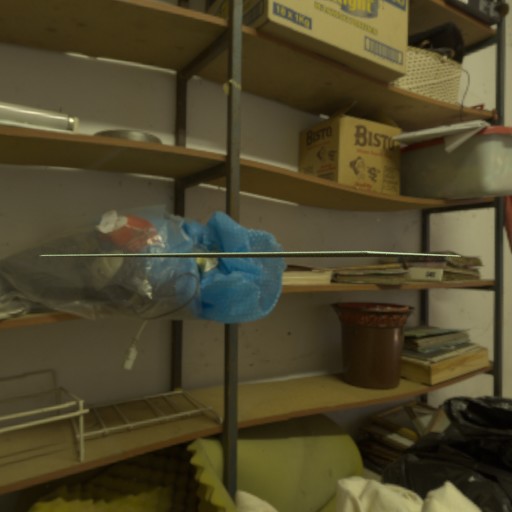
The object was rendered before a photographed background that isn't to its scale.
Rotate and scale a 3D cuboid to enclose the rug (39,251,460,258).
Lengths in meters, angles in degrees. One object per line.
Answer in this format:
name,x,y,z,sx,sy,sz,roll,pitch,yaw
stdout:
rug,0.000,0.000,3.992,2.980,0.012,2.363,0,-1,35
